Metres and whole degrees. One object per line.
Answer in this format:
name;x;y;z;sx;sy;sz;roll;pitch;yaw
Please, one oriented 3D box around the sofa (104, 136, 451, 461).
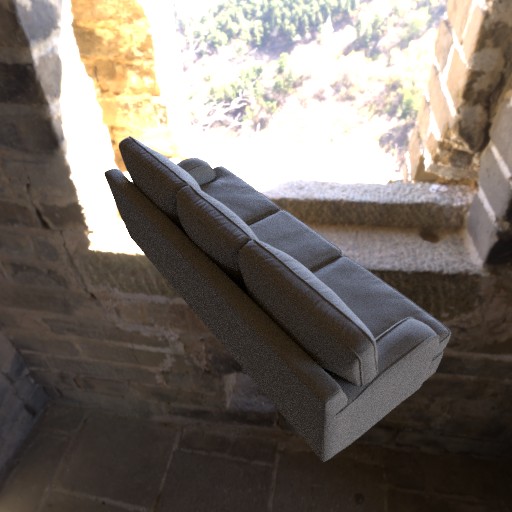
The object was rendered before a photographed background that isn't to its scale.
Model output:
sofa;0.000;0.000;2.870;1.016;0.997;2.323;-26;47;-27
